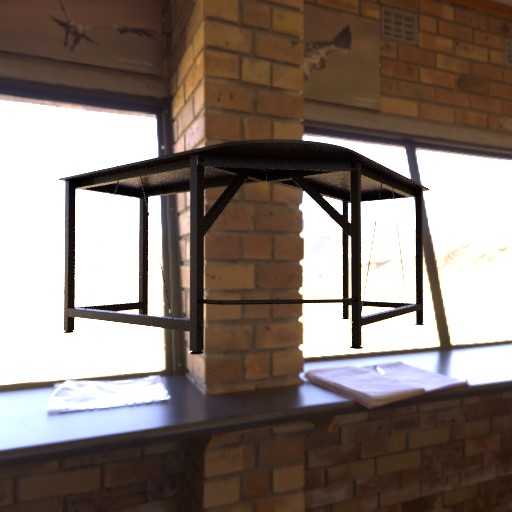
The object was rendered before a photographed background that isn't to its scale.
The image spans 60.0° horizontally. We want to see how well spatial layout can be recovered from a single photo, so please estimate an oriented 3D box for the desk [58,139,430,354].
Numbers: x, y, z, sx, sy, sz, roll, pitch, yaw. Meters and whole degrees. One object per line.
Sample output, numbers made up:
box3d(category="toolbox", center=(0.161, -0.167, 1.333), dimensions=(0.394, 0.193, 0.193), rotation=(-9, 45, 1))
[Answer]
box3d(category="desk", center=(0.000, 0.000, 2.333), dimensions=(1.400, 0.762, 1.400), rotation=(-1, -2, 36))
